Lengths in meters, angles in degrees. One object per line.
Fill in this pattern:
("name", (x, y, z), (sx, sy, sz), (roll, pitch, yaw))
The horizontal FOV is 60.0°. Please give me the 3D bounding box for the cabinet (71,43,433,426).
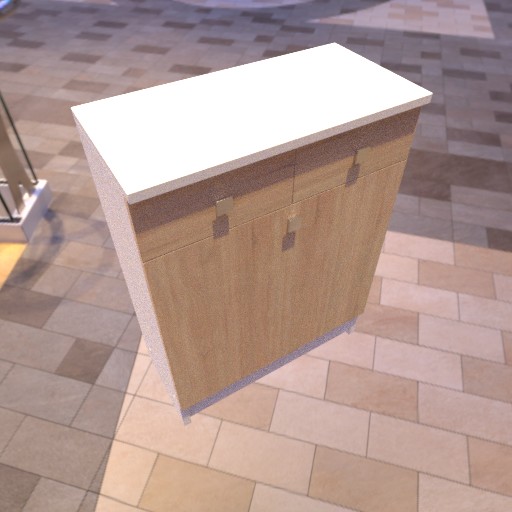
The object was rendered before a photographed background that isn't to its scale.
("cabinet", (0.000, 0.000, 1.103), (0.600, 0.815, 0.296), (-23, 50, -21))
